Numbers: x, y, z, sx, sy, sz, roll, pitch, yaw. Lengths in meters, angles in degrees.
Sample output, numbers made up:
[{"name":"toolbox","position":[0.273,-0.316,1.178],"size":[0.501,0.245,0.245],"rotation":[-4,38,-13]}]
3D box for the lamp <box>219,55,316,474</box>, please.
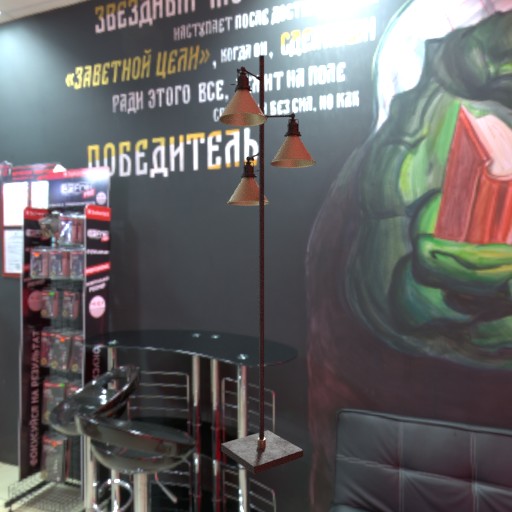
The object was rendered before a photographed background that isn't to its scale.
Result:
[{"name":"lamp","position":[0.000,0.000,1.924],"size":[0.428,1.716,0.415],"rotation":[-1,1,-36]}]
